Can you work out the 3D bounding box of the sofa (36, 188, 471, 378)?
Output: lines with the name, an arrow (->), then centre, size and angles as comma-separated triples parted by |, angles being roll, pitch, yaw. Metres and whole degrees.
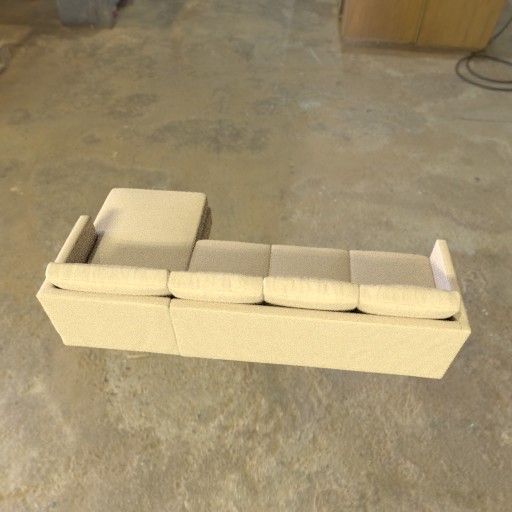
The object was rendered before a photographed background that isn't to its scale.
sofa -> 0.000, 0.000, 3.920 | 3.206, 0.871, 1.622 | 4, 47, 4
